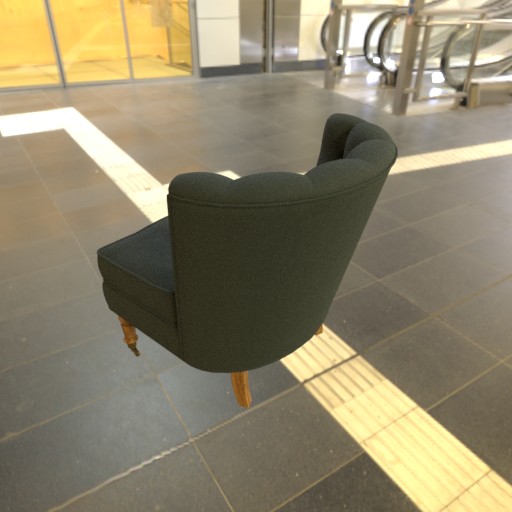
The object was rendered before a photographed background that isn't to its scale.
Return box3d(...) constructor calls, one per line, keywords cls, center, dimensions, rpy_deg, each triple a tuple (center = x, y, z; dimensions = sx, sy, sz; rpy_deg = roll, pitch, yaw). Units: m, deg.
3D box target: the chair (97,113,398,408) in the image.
box3d(cls="chair", center=(0.000, 0.000, 1.369), dimensions=(0.718, 0.771, 0.740), rpy_deg=(22, 38, 32))
